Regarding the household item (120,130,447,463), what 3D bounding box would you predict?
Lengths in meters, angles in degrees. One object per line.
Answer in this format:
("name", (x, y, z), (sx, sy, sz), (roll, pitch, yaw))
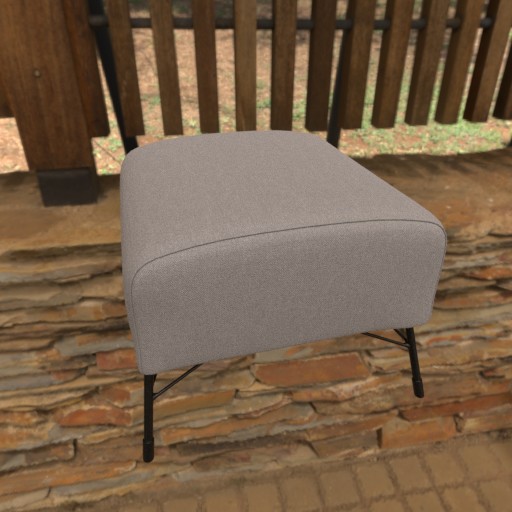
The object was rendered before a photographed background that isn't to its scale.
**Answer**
("household item", (0.000, 0.000, 0.905), (0.530, 0.410, 0.530), (-8, 31, -13))
